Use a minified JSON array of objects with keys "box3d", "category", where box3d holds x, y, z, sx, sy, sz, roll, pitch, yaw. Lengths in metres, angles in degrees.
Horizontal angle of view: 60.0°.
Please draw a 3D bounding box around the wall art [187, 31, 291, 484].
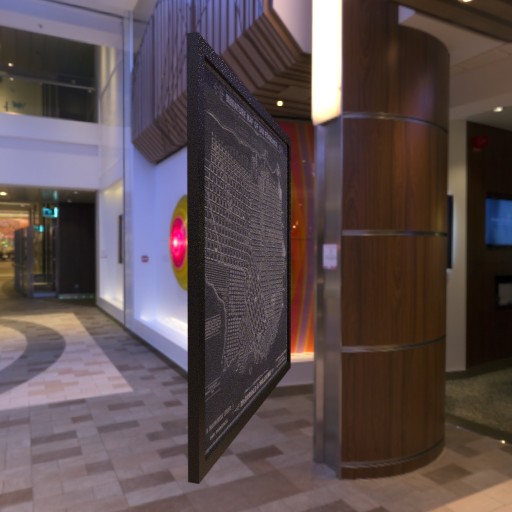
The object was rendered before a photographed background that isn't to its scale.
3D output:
[{"box3d":[0.000,0.000,1.181,0.022,0.807,0.807,0,1,16],"category":"wall art"}]
